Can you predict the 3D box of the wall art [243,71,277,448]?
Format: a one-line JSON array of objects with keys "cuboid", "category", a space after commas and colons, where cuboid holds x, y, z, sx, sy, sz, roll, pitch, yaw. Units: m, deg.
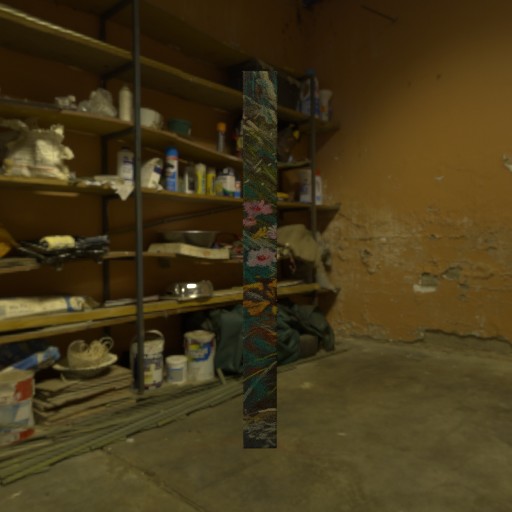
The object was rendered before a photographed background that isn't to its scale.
[{"cuboid": [0.000, 0.000, 0.782, 0.037, 0.406, 0.610, 0, 1, -1], "category": "wall art"}]
